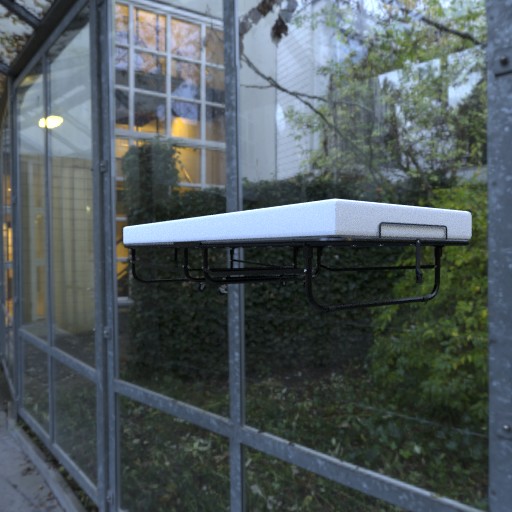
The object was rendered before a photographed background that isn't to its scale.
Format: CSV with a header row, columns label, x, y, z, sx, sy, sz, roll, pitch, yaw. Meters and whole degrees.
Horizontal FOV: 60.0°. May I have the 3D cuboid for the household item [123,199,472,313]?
label,x,y,z,sx,sy,sz,roll,pitch,yaw
household item,0.000,0.000,2.254,0.787,0.356,1.905,0,1,-35
